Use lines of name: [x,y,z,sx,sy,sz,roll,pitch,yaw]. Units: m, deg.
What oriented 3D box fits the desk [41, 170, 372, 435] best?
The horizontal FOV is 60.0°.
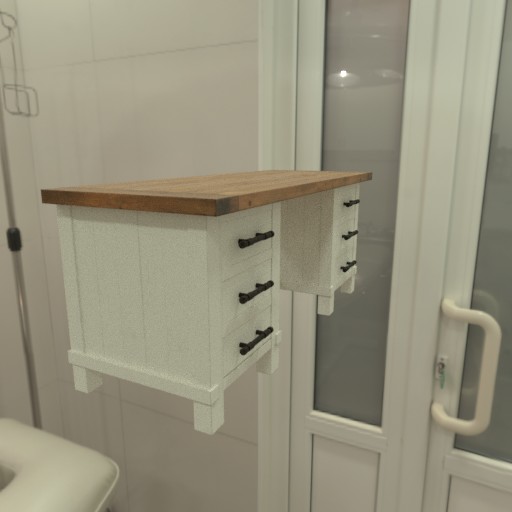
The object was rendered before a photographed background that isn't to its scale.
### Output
desk: [0.000,0.000,2.193,0.688,0.760,1.803,7,15,26]
